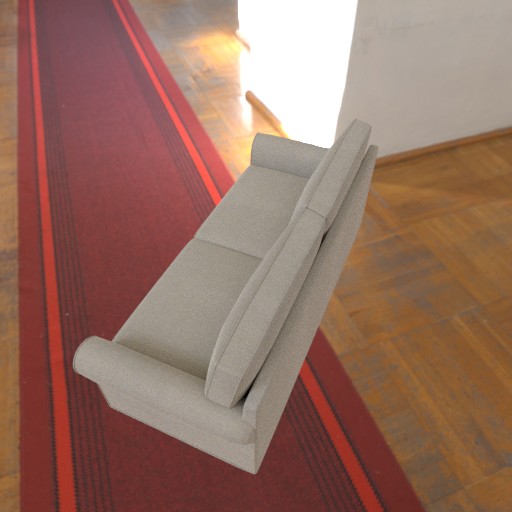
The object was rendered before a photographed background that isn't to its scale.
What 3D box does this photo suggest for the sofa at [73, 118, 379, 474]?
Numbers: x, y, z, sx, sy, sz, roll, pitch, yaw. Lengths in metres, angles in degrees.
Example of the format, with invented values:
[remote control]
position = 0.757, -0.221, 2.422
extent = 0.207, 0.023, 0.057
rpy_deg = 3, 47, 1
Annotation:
[sofa]
position = 0.000, 0.000, 2.636
extent = 0.901, 0.962, 2.146
rpy_deg = 18, 49, 16
